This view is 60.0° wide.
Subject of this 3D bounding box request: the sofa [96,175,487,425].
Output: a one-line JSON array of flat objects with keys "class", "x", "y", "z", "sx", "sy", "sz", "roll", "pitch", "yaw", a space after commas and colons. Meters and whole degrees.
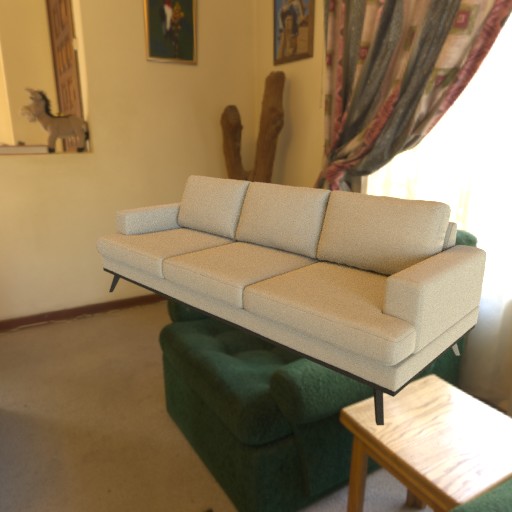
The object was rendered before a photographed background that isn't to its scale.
[{"class": "sofa", "x": 0.000, "y": 0.000, "z": 2.681, "sx": 2.310, "sy": 0.810, "sz": 0.920, "roll": 15, "pitch": 22, "yaw": 42}]
